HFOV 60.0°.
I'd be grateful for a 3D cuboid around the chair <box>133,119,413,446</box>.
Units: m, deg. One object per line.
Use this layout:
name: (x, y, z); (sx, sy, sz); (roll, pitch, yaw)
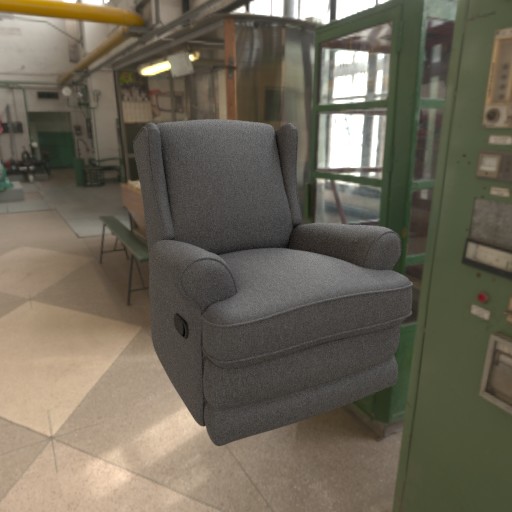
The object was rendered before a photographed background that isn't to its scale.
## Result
chair: (0.000, 0.000, 1.704); (0.847, 1.011, 0.969); (-8, 18, -26)
